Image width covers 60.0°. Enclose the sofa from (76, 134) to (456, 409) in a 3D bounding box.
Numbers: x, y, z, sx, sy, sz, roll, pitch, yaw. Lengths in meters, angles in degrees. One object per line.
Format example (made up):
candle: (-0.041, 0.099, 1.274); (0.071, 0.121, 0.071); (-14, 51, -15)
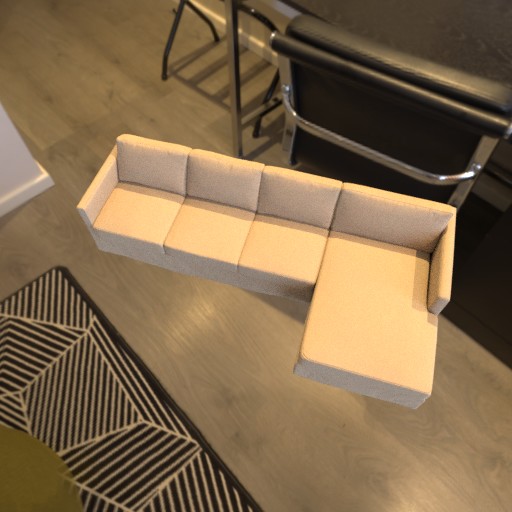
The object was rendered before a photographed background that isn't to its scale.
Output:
sofa: (0.000, 0.000, 3.863); (3.206, 0.871, 1.622); (14, 59, 8)
